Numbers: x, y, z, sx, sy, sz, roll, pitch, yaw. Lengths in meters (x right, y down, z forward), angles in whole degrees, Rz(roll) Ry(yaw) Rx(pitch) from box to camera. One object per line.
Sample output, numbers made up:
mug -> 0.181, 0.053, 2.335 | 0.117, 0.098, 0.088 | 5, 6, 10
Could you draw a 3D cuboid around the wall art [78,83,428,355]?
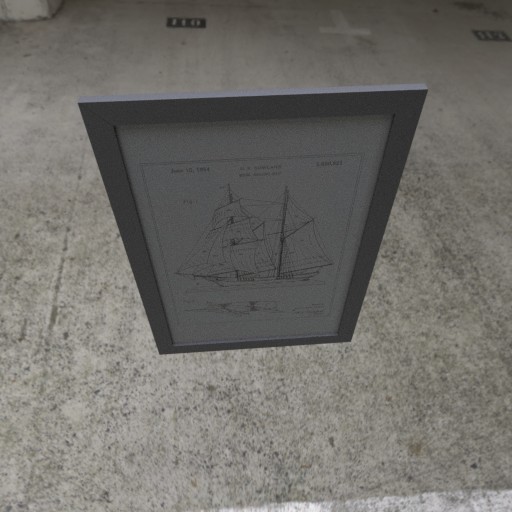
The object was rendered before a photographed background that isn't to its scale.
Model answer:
wall art -> 0.000, 0.000, 0.681 | 0.380, 0.534, 0.013 | -3, 48, -3
